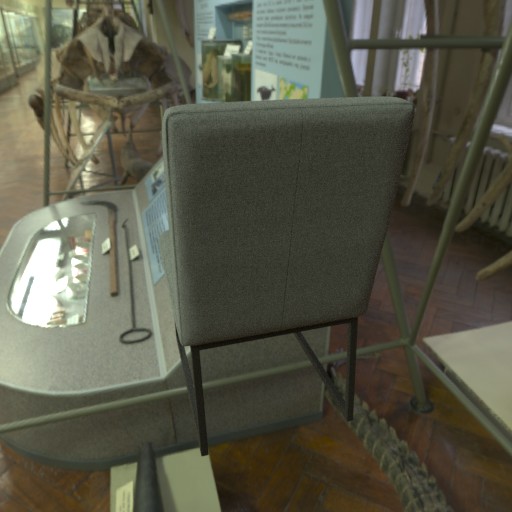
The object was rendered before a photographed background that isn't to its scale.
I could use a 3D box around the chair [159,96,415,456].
[{"bbox_3d":[0.000,0.000,1.295,0.520,0.930,0.634,-7,27,-15],"label":"chair"}]
